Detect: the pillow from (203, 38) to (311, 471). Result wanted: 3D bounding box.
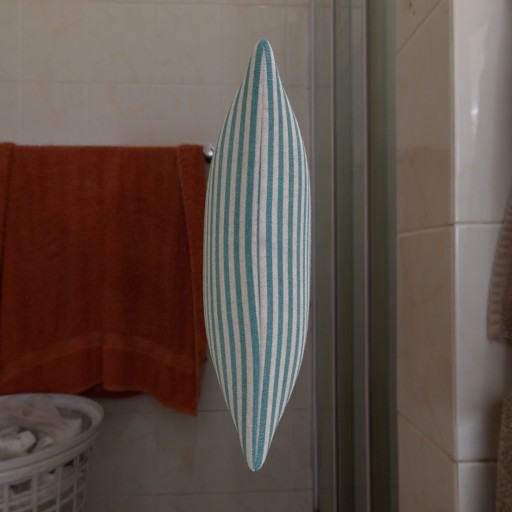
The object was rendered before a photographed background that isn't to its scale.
[{"bbox_3d":[0.000,0.000,0.779,0.166,0.510,0.523,0,0,-1],"label":"pillow"}]
